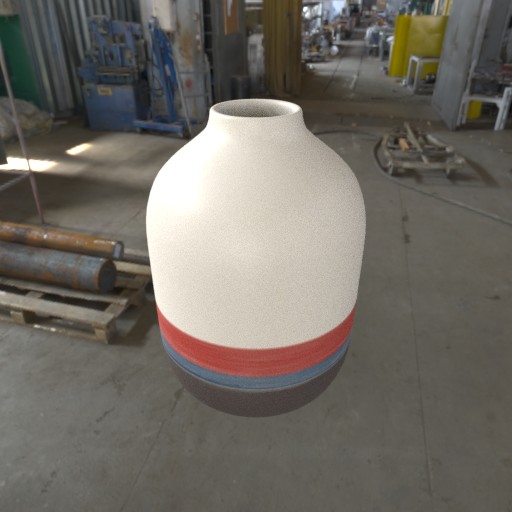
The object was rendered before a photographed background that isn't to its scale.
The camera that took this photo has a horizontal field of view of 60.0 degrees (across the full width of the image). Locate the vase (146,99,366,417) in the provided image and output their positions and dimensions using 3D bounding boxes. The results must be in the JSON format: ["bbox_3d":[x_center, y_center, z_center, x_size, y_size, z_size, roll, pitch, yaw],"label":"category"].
[{"bbox_3d":[0.000,0.000,0.365,0.169,0.237,0.169,0,30,0],"label":"vase"}]
